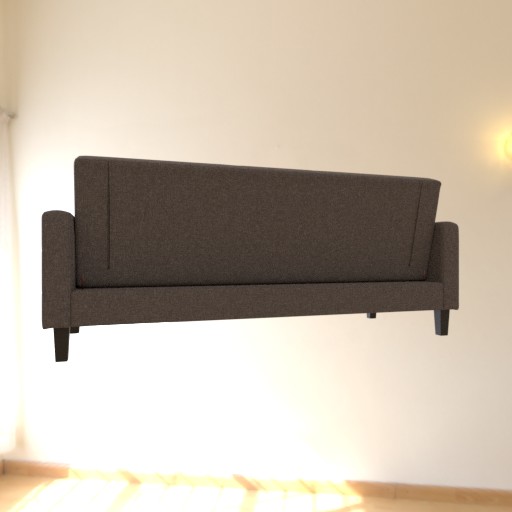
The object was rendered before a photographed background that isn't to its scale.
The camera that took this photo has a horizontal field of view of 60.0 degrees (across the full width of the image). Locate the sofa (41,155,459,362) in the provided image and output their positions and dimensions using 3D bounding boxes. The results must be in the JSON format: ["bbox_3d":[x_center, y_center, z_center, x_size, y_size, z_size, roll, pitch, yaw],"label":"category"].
[{"bbox_3d":[0.000,0.000,2.413,2.040,0.850,0.810,0,0,-18],"label":"sofa"}]
